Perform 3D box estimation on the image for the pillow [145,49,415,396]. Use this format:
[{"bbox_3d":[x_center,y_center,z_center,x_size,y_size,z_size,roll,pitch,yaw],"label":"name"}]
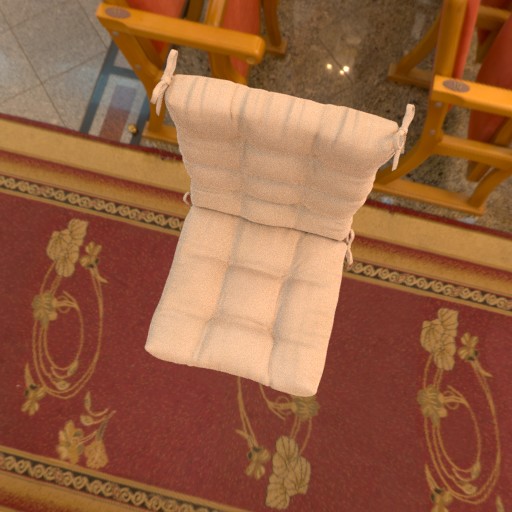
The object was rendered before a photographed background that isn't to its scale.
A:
[{"bbox_3d":[0.000,0.000,1.034,0.519,0.605,0.571,14,76,4],"label":"pillow"}]
